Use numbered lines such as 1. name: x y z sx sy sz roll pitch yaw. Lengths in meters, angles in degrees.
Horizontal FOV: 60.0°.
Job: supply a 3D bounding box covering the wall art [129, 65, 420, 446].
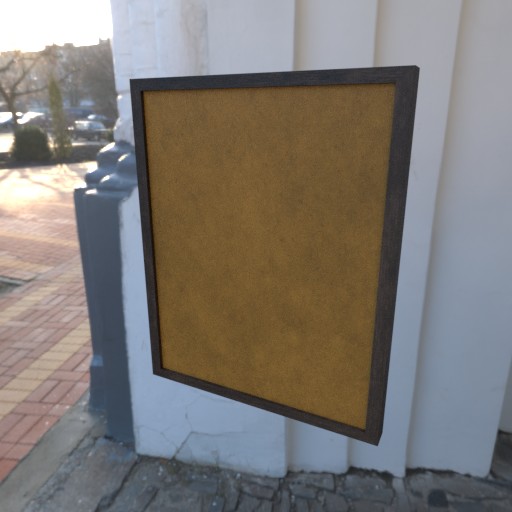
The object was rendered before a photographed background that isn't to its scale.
1. wall art: 0.000 0.000 0.533 0.329 0.406 0.027 9 19 26
